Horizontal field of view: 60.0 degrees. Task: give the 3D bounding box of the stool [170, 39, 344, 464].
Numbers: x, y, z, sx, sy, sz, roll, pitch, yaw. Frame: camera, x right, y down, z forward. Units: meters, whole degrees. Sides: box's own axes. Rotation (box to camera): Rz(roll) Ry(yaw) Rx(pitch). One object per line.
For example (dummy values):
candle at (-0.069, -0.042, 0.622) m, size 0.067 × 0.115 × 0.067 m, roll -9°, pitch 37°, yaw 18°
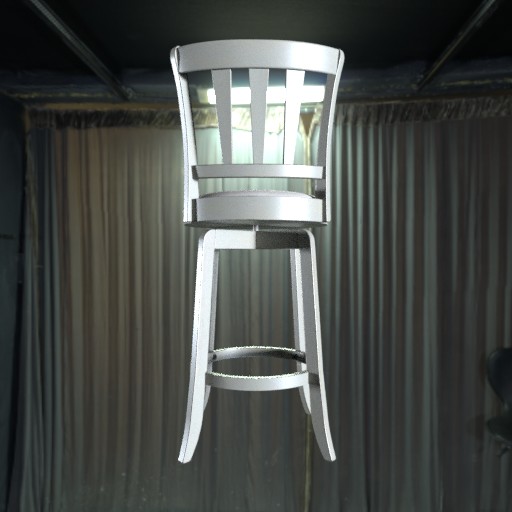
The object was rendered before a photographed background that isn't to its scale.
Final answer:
stool at (0.000, 0.000, 1.263) m, size 0.436 × 1.042 × 0.475 m, roll 0°, pitch 0°, yaw -2°
